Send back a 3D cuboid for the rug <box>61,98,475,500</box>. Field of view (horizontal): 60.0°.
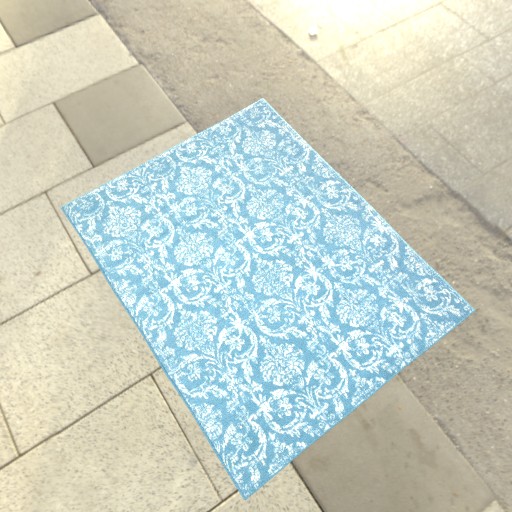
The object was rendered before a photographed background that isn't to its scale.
[{"bbox_3d":[0.000,0.000,3.927,2.363,0.012,2.980,-33,68,-15],"label":"rug"}]
